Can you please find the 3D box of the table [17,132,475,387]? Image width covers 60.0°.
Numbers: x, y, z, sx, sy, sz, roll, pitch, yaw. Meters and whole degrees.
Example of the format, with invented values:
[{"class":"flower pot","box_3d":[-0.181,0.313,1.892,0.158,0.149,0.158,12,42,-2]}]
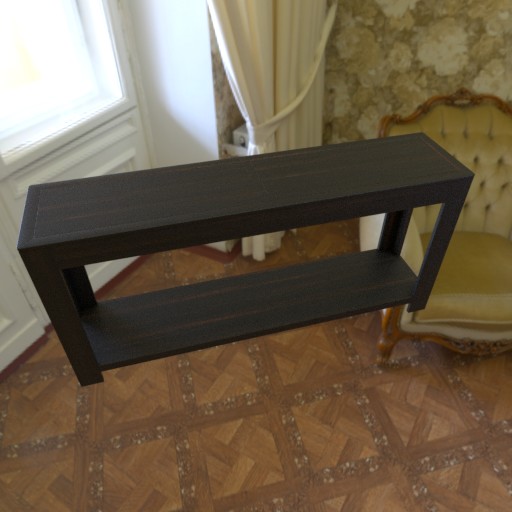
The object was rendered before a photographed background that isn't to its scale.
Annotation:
[{"class":"table","box_3d":[0.000,0.000,1.909,1.631,0.762,0.384,-10,42,-12]}]
